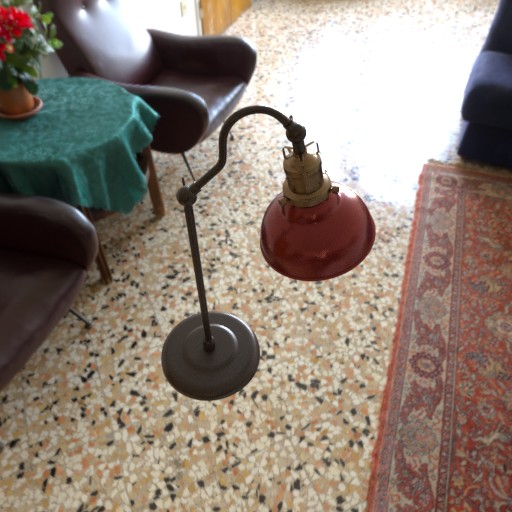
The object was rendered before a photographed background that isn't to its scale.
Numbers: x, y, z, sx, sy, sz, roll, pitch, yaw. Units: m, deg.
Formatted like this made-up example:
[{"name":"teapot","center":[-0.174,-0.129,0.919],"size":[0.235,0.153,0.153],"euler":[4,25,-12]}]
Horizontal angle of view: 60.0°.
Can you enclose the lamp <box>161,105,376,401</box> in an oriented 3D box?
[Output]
[{"name":"lamp","center":[0.000,0.000,0.699],"size":[0.374,0.508,0.192],"euler":[-11,48,-11]}]
